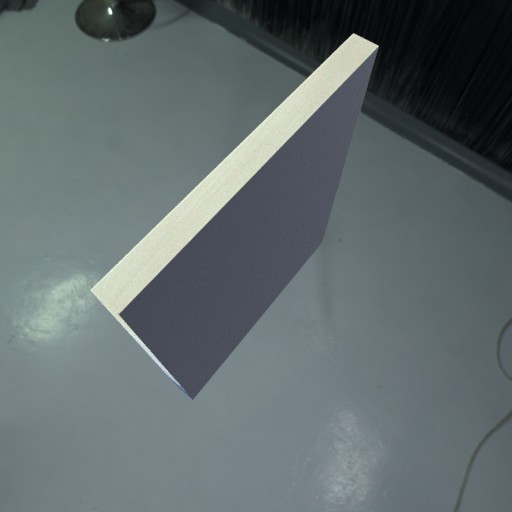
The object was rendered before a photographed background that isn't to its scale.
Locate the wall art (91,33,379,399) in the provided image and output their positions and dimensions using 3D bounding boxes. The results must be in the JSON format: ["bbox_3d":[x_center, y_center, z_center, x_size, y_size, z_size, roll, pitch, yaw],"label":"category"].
[{"bbox_3d":[0.000,0.000,0.698,0.037,0.511,0.435,35,69,16],"label":"wall art"}]
